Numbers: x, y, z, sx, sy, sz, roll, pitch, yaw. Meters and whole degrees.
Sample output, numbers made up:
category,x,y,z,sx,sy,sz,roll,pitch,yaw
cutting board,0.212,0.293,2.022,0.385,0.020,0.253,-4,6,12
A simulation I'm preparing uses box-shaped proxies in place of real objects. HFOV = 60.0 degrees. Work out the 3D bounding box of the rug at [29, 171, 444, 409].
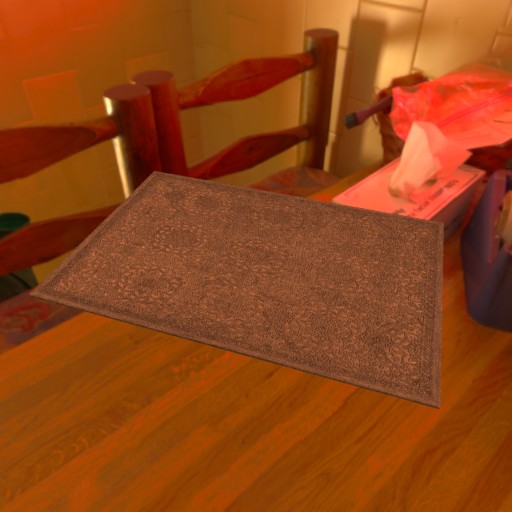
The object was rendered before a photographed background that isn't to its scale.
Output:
category,x,y,z,sx,sy,sz,roll,pitch,yaw
rug,0.000,0.000,2.276,1.819,0.012,1.208,12,42,14
